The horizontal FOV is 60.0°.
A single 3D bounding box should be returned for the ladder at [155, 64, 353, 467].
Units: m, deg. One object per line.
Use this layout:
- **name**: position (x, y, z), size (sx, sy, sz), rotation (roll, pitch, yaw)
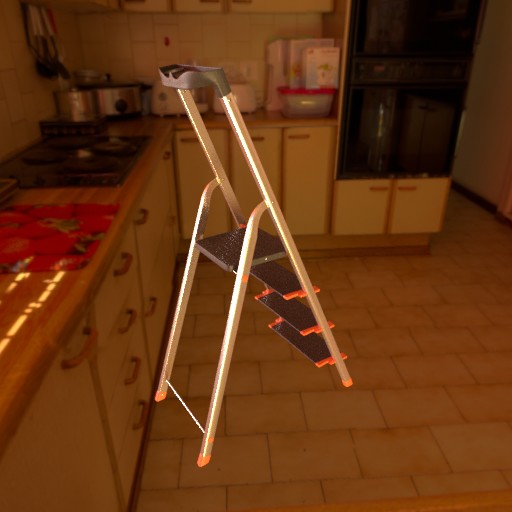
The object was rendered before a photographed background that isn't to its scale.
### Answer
- **ladder**: position (0.000, 0.000, 1.795), size (0.834, 1.429, 0.452), rotation (-17, 30, -30)
